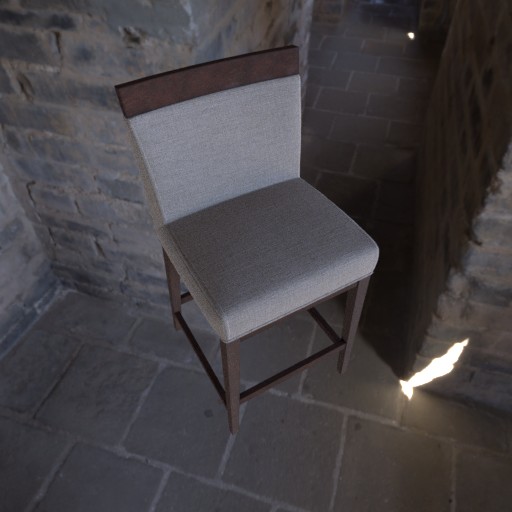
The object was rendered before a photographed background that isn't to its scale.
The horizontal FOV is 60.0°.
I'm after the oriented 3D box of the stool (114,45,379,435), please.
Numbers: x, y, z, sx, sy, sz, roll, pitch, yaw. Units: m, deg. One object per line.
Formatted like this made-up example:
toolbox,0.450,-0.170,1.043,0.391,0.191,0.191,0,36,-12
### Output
stool,0.000,0.000,1.354,0.512,1.009,0.531,-22,50,-20
